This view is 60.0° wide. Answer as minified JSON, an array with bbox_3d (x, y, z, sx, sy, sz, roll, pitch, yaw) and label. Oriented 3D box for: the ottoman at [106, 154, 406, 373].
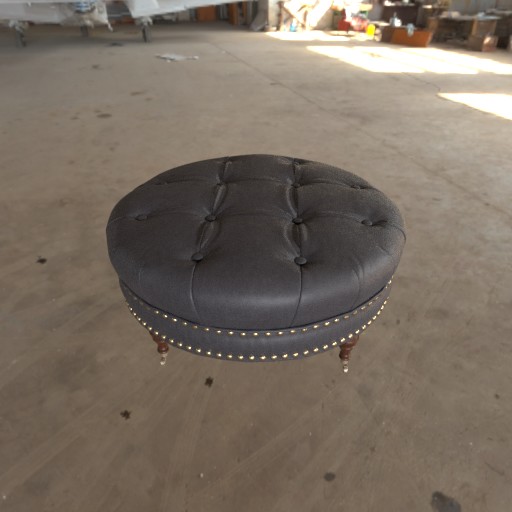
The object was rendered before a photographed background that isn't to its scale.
[{"bbox_3d":[0.000,0.000,1.424,0.901,0.439,0.901,0,32,0],"label":"ottoman"}]
